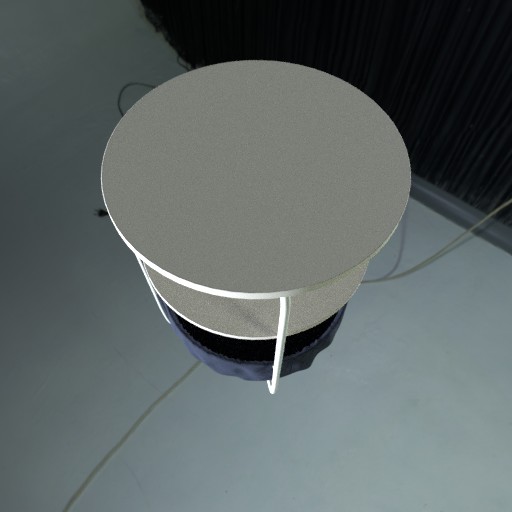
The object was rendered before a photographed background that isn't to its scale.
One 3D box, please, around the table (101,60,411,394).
[{"bbox_3d":[0.000,0.000,0.836,0.418,0.532,0.418,31,64,17],"label":"table"}]
